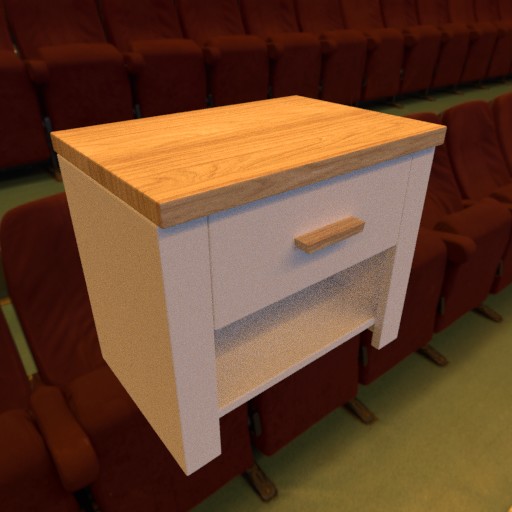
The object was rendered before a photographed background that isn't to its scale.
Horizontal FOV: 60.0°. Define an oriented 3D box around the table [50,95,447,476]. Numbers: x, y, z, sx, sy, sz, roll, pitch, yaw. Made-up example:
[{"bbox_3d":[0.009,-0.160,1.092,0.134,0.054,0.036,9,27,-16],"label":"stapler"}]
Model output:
[{"bbox_3d":[0.000,0.000,0.781,0.500,0.440,0.360,-21,36,-33],"label":"table"}]
